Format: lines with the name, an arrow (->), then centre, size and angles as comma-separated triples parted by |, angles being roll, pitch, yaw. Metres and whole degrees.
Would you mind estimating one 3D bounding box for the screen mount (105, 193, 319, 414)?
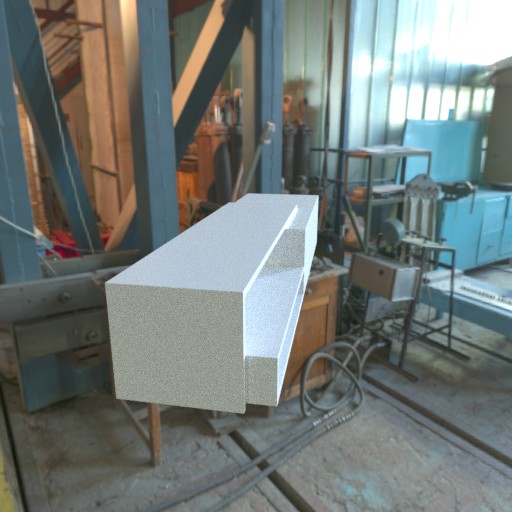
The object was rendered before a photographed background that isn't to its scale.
screen mount -> 0.000, 0.000, 1.865 | 0.420, 0.320, 1.680 | 3, 16, 10
